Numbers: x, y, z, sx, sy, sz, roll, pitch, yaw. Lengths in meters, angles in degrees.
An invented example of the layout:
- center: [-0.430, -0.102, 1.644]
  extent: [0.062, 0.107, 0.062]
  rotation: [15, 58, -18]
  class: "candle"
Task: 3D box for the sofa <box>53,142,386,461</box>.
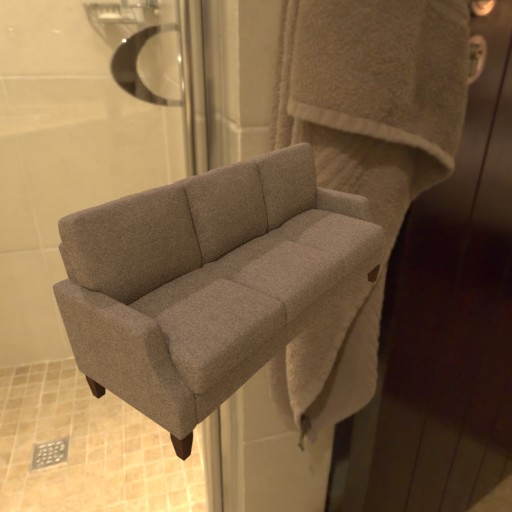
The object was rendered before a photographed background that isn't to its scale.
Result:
- center: [0.000, 0.000, 2.667]
  extent: [0.888, 0.984, 2.115]
  rotation: [18, 31, 33]
  class: "sofa"
